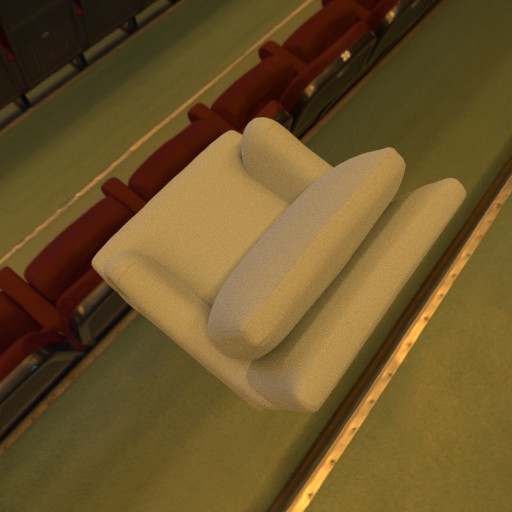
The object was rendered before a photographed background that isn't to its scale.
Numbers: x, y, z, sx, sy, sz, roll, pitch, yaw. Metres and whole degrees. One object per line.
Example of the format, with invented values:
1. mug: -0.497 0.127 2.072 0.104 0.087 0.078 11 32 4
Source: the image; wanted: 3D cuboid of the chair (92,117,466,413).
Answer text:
1. chair: 0.000 0.000 1.827 1.070 1.038 0.955 35 69 16
